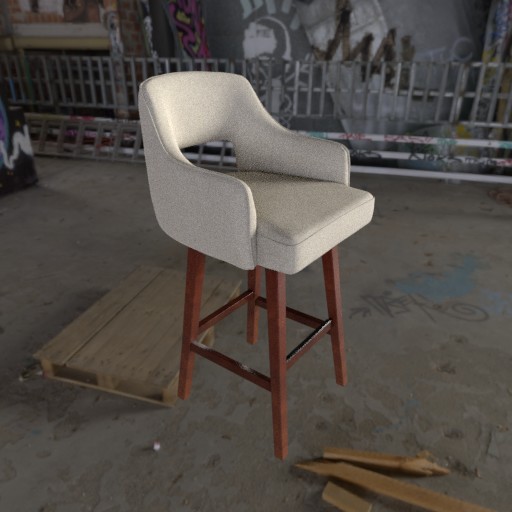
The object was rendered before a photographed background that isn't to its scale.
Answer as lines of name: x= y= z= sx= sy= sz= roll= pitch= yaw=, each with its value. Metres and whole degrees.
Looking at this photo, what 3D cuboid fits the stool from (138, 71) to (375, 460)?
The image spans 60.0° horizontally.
stool: x=0.000 y=0.000 z=1.377 sx=0.560 sy=1.041 sz=0.550 roll=18 pitch=31 yaw=33
